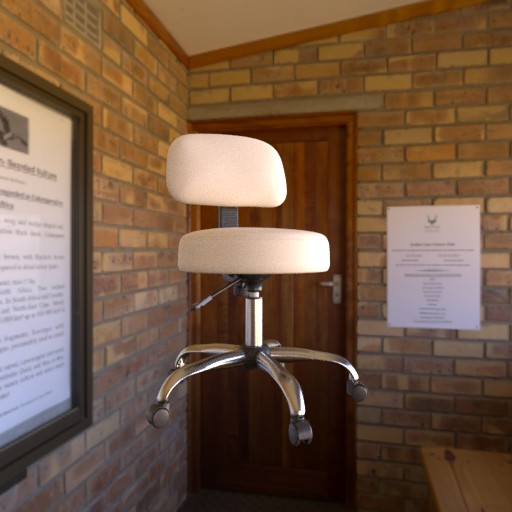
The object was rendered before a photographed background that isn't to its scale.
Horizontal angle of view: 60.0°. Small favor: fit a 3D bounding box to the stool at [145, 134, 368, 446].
[{"bbox_3d":[0.000,0.000,1.221,0.609,0.810,0.616,0,0,-20],"label":"stool"}]
